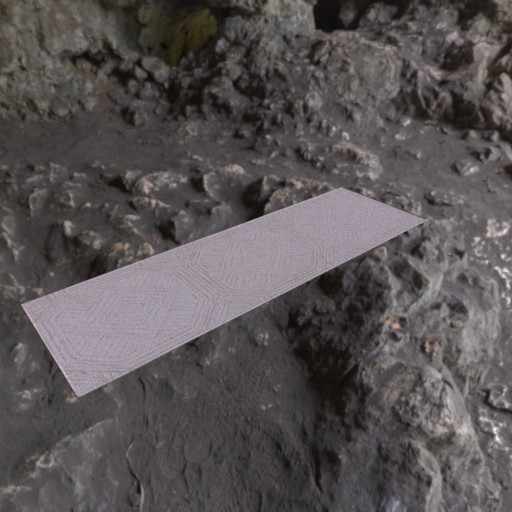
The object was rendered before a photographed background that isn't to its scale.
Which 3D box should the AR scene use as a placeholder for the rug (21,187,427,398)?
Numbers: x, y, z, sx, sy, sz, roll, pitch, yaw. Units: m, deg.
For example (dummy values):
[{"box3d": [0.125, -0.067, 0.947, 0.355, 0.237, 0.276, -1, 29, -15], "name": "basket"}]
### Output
[{"box3d": [0.000, 0.000, 2.654, 2.452, 0.012, 0.775, -23, 38, -33], "name": "rug"}]
